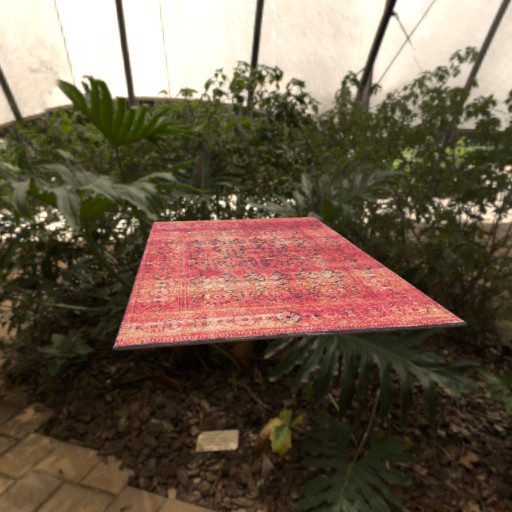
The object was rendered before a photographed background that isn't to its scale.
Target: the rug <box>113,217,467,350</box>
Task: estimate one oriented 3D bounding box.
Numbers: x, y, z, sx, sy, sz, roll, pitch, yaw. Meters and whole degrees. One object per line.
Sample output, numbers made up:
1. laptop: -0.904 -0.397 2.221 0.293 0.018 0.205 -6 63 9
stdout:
1. rug: 0.000 0.000 3.032 1.539 0.018 2.449 -3 17 -9
